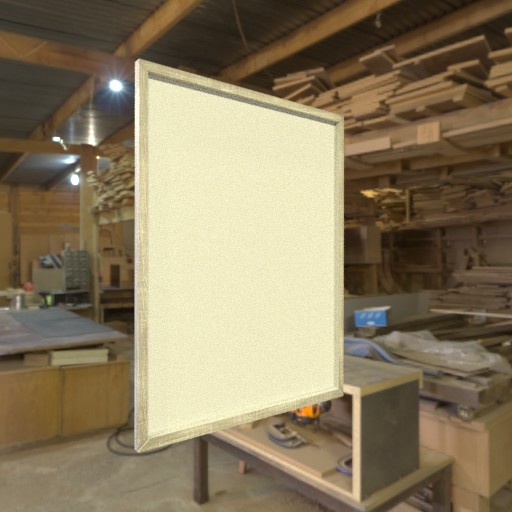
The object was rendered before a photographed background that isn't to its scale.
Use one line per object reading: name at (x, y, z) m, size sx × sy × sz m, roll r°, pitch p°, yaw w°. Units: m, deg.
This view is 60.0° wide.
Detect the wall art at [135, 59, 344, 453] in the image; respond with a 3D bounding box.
wall art at (0.000, 0.000, 1.394) m, size 0.781 × 1.022 × 0.035 m, roll 0°, pitch 0°, yaw -37°
